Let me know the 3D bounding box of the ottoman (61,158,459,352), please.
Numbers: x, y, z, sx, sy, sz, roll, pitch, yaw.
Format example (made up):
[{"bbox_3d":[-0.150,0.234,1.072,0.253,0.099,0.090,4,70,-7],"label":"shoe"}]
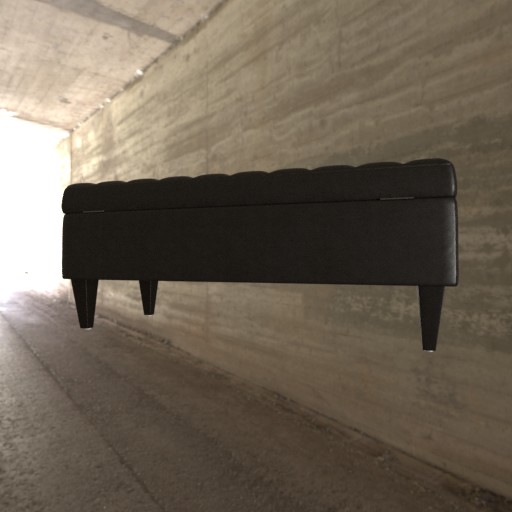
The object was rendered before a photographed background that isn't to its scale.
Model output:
[{"bbox_3d":[0.000,0.000,1.422,1.151,0.469,0.482,0,0,19],"label":"ottoman"}]
